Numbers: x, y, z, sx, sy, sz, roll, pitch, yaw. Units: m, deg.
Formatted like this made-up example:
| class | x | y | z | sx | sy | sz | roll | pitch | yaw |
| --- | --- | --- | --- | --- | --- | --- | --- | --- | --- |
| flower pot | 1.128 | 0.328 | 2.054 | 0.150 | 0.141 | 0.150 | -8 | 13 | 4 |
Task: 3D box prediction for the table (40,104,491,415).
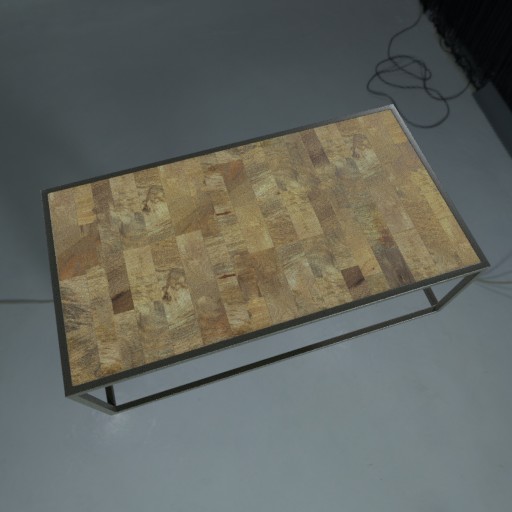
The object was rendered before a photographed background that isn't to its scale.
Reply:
| class | x | y | z | sx | sy | sz | roll | pitch | yaw |
| --- | --- | --- | --- | --- | --- | --- | --- | --- | --- |
| table | 0.000 | 0.000 | 1.495 | 1.199 | 0.398 | 0.649 | -16 | 65 | -8 |
